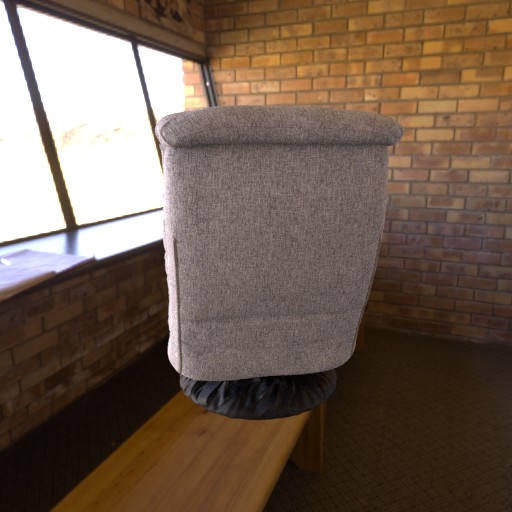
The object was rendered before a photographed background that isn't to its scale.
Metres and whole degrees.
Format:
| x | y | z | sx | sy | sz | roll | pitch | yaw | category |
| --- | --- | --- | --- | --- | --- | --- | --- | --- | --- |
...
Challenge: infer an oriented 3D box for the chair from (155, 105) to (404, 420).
| x | y | z | sx | sy | sz | roll | pitch | yaw | category |
| --- | --- | --- | --- | --- | --- | --- | --- | --- | --- |
| 0.000 | 0.000 | 0.992 | 0.400 | 0.600 | 0.583 | -2 | 14 | -9 | chair |
